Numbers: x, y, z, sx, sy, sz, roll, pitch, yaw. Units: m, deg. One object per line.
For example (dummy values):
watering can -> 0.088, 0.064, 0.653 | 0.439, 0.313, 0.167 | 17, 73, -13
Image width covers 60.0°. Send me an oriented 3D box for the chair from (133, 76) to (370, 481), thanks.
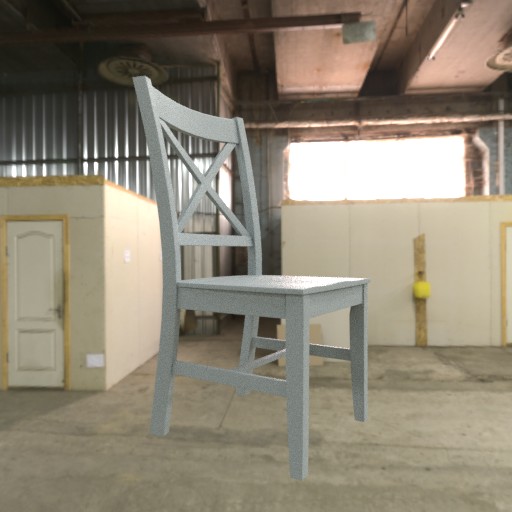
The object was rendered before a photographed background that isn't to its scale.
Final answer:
chair -> 0.000, 0.000, 1.291 | 0.542, 0.983, 0.485 | 0, 1, 33
